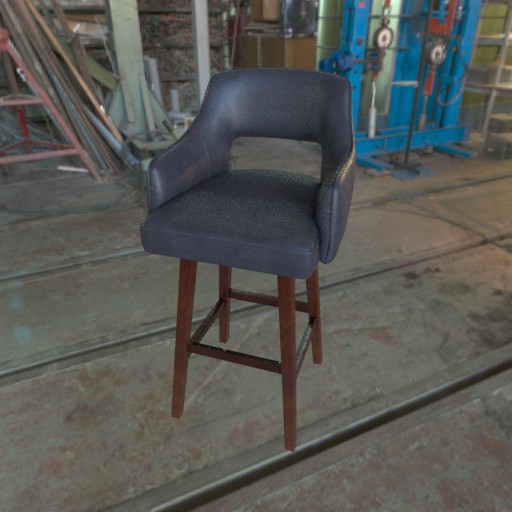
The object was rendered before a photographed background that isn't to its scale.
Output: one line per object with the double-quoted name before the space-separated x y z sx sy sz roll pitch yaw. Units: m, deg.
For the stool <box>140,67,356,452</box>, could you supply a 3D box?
"stool" 0.000 0.000 1.387 0.550 1.041 0.560 9 30 17
